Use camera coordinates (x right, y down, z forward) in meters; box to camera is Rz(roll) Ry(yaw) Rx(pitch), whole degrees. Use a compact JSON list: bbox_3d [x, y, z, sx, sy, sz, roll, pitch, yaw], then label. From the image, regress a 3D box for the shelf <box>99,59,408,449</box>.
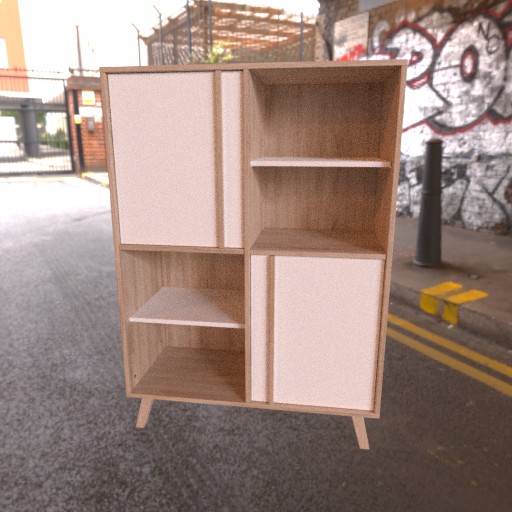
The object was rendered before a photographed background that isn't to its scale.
[{"bbox_3d":[0.000,0.000,1.805,1.000,1.390,0.450,2,15,8],"label":"shelf"}]
